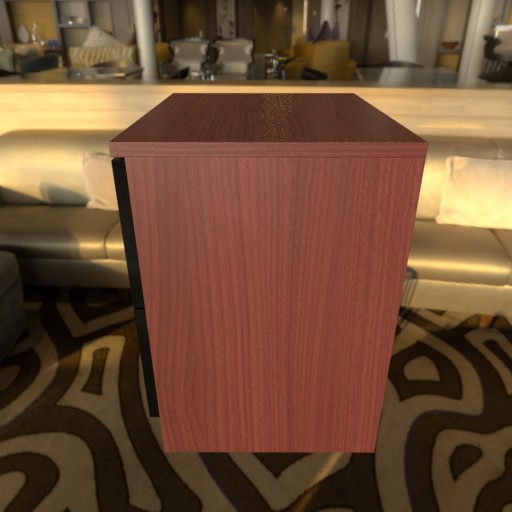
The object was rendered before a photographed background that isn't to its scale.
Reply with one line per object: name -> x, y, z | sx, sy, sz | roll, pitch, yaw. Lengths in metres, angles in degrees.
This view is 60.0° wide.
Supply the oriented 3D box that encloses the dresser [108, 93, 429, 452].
dresser -> 0.000, 0.000, 0.746 | 0.360, 0.470, 0.400 | 0, 27, 0
